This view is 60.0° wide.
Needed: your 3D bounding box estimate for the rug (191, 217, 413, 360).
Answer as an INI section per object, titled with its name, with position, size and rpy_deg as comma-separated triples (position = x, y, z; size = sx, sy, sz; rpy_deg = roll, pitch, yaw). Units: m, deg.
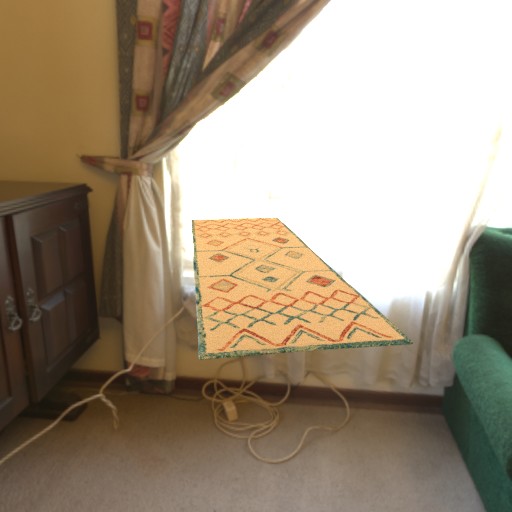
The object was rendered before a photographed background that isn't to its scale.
[rug]
position = 0.000, 0.000, 2.664
size = 0.750, 0.011, 2.435
rpy_deg = -2, 16, -8
